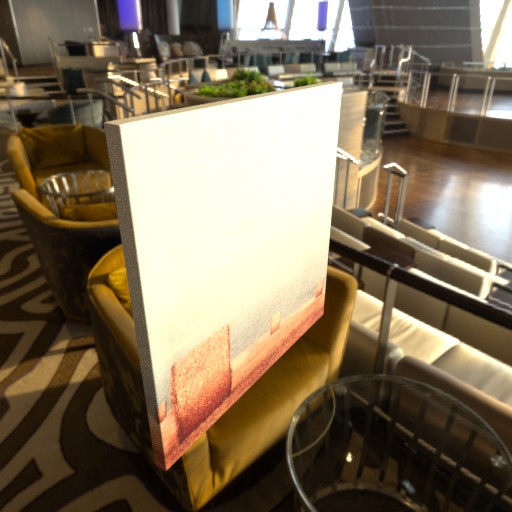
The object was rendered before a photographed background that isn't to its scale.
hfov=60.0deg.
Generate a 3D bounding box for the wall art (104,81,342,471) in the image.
[{"bbox_3d":[0.000,0.000,0.885,0.034,0.605,0.605,18,32,31],"label":"wall art"}]
